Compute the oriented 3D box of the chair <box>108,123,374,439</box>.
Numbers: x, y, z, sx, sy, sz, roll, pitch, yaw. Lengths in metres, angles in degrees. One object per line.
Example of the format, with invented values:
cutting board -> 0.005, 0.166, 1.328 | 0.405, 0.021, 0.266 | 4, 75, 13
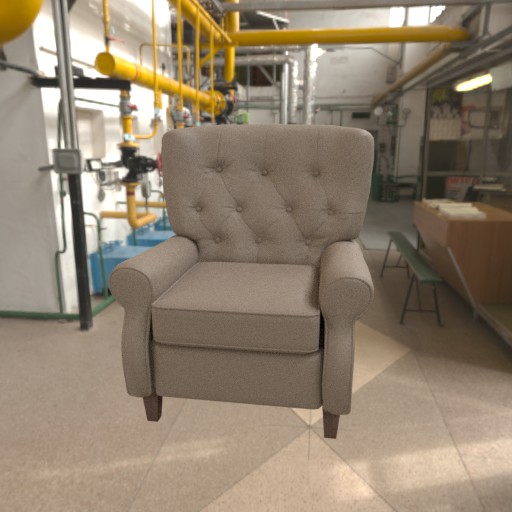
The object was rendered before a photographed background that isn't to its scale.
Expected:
chair -> 0.000, 0.000, 1.935 | 0.999, 1.138, 1.041 | 2, 15, 9
